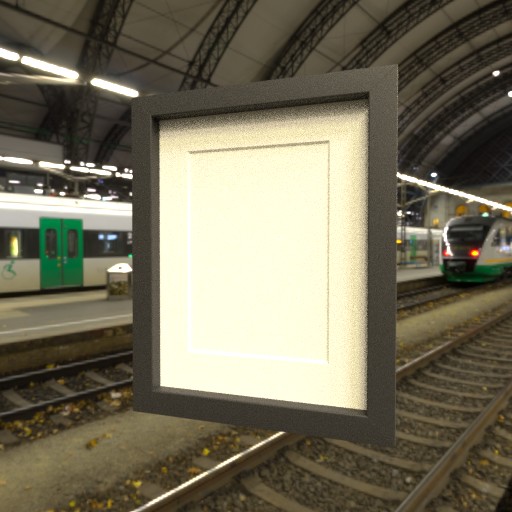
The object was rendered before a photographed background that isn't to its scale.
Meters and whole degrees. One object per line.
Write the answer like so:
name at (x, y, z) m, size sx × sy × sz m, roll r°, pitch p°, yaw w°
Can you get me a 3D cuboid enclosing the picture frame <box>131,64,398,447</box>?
picture frame at (0.000, 0.000, 0.508) m, size 0.307 × 0.383 × 0.036 m, roll 0°, pitch 1°, yaw 19°
